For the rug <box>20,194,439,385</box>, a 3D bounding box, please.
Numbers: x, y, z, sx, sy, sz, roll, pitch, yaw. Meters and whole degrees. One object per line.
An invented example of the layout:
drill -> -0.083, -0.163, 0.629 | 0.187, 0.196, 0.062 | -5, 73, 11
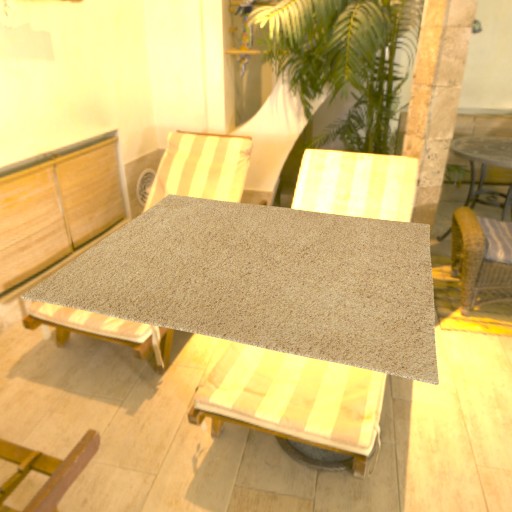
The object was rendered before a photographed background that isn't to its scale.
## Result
rug -> 0.000, 0.000, 3.982 | 3.000, 0.025, 2.400 | 9, 29, 16
